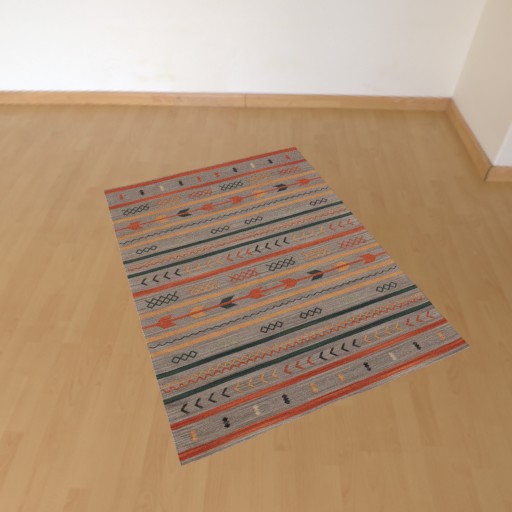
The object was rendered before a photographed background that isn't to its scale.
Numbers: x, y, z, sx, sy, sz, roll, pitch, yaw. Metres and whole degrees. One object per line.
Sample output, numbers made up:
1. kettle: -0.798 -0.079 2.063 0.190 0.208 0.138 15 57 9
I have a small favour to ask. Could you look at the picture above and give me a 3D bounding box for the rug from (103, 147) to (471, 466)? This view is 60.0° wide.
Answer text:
1. rug: 0.000 0.000 4.020 2.263 0.022 3.029 -17 48 -15
